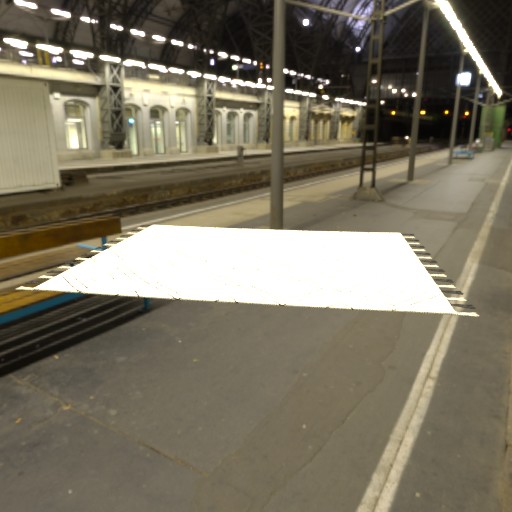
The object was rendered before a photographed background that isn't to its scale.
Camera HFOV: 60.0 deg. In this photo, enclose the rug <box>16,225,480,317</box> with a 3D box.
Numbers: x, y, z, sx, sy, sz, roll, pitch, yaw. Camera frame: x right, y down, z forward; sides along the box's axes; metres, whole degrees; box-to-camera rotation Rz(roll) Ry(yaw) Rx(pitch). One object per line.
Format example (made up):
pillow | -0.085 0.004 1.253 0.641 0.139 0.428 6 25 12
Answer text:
rug | 0.000 0.000 4.109 3.221 0.026 2.342 2 16 9
